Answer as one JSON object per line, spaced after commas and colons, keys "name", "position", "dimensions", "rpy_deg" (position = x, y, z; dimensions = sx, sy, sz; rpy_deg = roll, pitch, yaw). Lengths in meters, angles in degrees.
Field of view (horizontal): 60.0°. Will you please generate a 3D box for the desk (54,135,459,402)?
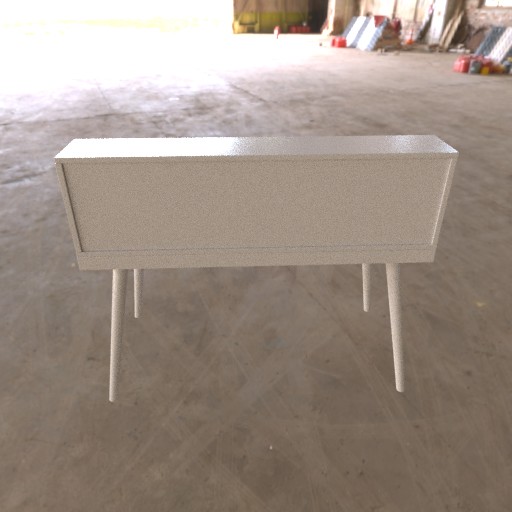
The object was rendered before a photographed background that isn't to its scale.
{"name": "desk", "position": [0.000, 0.000, 1.775], "dimensions": [1.199, 0.990, 0.559], "rpy_deg": [-1, 31, -2]}
